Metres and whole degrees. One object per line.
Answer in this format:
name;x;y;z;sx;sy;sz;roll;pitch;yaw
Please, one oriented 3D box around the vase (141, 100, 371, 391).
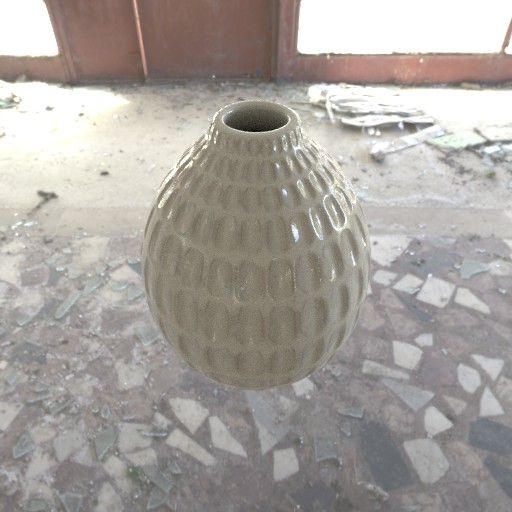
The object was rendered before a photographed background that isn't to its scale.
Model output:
vase;0.000;0.000;0.252;0.128;0.167;0.128;0;42;0
